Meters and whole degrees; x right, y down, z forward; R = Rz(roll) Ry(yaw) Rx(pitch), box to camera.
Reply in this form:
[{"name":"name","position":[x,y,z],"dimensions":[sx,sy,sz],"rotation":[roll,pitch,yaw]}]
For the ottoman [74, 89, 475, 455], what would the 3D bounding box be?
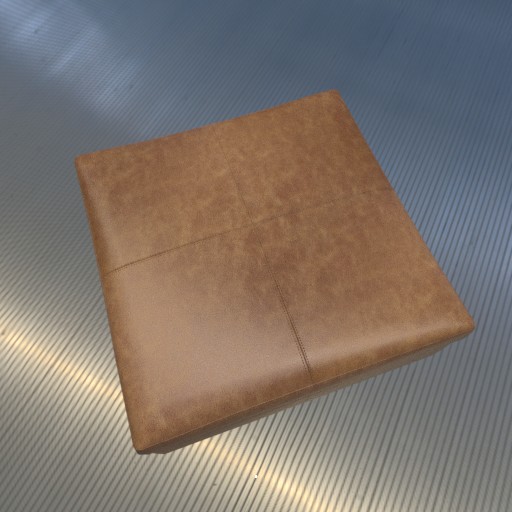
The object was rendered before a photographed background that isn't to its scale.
[{"name":"ottoman","position":[0.000,0.000,1.783],"dimensions":[1.169,0.483,1.168],"rotation":[-17,65,-8]}]
